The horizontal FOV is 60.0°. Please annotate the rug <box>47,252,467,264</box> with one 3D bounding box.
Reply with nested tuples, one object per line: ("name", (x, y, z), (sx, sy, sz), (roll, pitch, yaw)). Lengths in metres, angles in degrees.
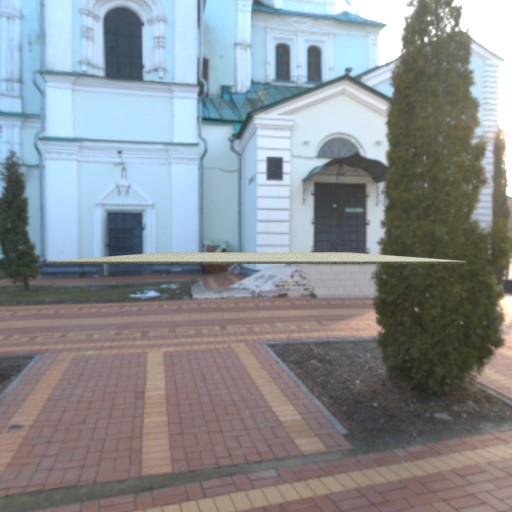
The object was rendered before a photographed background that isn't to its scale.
("rug", (0.000, 0.000, 4.149), (2.425, 0.016, 3.198), (0, 1, 0))
